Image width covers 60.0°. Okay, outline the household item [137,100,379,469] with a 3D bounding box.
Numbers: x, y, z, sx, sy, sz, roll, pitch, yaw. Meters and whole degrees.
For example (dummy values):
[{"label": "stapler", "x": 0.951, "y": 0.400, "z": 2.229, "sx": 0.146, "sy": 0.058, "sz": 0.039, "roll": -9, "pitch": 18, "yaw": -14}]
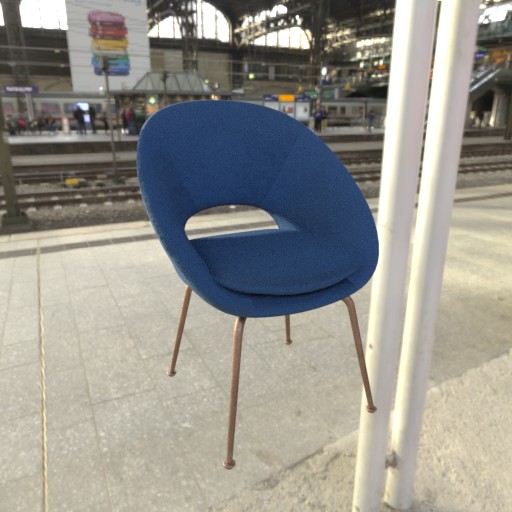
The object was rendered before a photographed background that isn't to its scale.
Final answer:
[{"label": "household item", "x": 0.000, "y": 0.000, "z": 1.261, "sx": 0.623, "sy": 0.852, "sz": 0.573, "roll": -9, "pitch": 20, "yaw": -27}]
